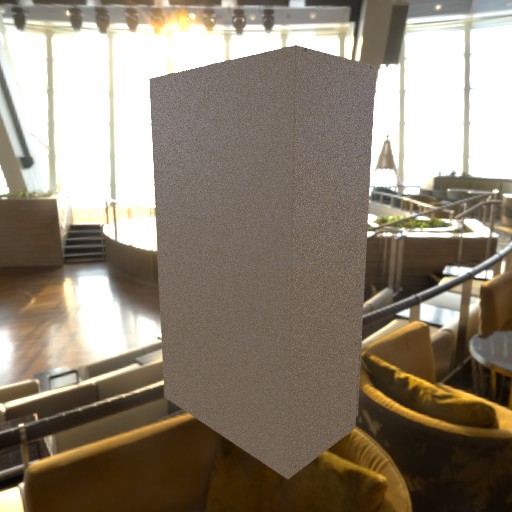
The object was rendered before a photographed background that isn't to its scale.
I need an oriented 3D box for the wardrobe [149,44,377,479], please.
[{"bbox_3d":[0.000,0.000,2.332,0.577,1.808,0.991,-12,17,-43],"label":"wardrobe"}]
